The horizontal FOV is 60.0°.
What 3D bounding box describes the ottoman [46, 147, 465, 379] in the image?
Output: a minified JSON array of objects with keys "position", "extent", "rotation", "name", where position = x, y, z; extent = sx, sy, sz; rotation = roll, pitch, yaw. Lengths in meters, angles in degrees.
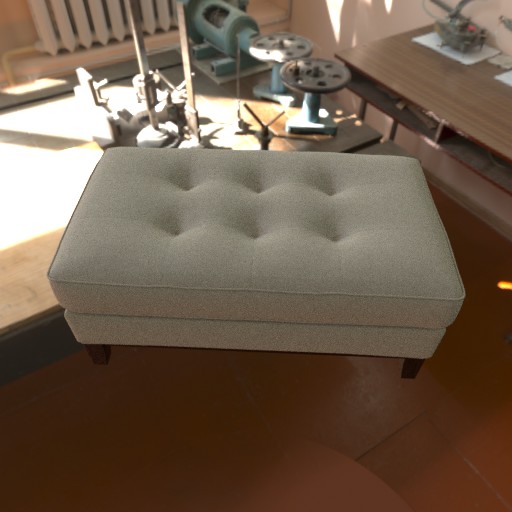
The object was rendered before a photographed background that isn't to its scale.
[{"position":[0.000,0.000,1.520],"extent":[1.143,0.508,0.648],"rotation":[2,47,2],"name":"ottoman"}]
